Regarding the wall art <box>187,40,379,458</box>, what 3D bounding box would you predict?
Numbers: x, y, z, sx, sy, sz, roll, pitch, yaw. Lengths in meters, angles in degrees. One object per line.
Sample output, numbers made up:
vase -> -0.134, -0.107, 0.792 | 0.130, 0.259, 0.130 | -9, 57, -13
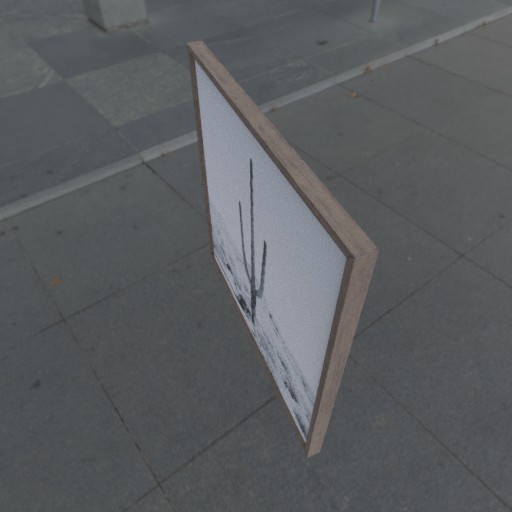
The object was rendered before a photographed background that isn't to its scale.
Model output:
wall art -> 0.000, 0.000, 1.108 | 0.038, 0.762, 0.762 | -17, 49, -15
